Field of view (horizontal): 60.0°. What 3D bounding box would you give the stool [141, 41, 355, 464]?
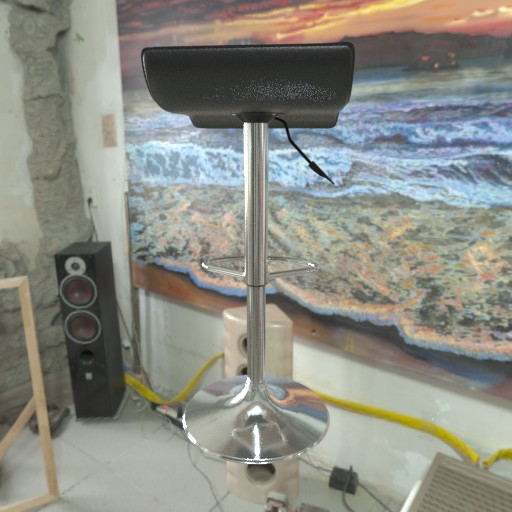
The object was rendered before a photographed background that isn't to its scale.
[{"bbox_3d":[0.000,0.000,1.051,0.381,0.851,0.381,1,15,6],"label":"stool"}]
